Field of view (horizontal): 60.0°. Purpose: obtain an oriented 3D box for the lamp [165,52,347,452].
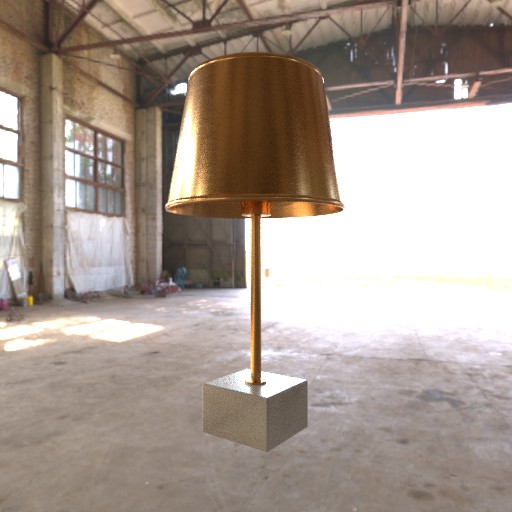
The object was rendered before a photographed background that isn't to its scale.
[{"bbox_3d":[0.000,0.000,0.518,0.208,0.406,0.208,0,0,0],"label":"lamp"}]
